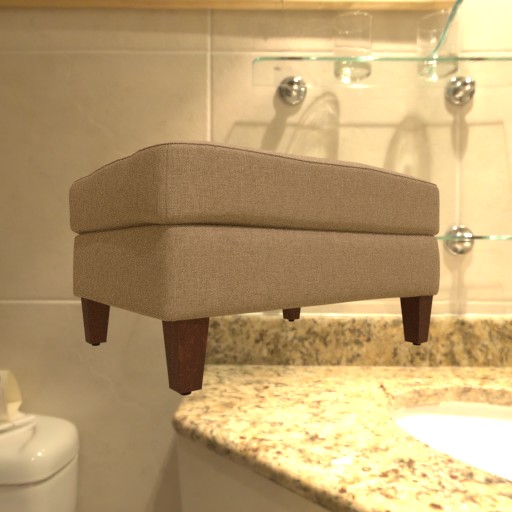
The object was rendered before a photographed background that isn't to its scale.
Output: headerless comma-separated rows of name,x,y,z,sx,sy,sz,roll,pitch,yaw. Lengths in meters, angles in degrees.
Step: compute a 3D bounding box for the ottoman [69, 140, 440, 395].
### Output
ottoman,0.000,0.000,1.291,0.898,0.519,0.677,0,0,-37
